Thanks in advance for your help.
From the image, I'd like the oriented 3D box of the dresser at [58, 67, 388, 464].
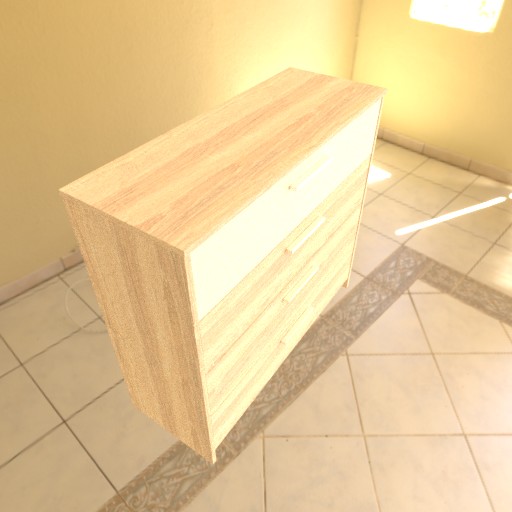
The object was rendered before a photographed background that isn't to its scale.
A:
[{"bbox_3d":[0.000,0.000,1.492,0.380,0.900,0.980,24,47,25],"label":"dresser"}]
